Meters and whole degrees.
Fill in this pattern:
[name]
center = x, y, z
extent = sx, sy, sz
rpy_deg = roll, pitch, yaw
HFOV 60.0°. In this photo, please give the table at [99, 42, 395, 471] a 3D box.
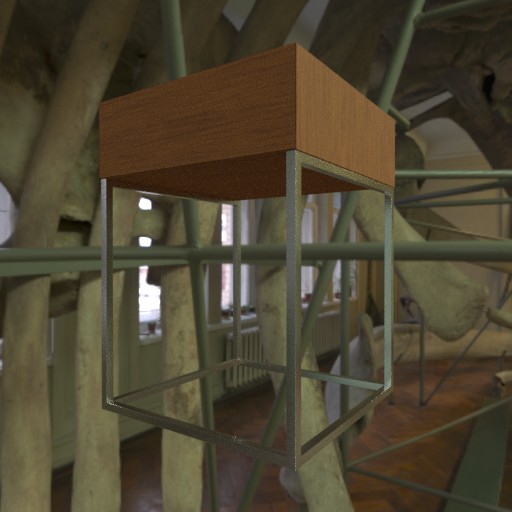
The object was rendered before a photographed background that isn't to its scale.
[table]
center = 0.000, 0.000, 0.833
extent = 0.397, 0.540, 0.398
rpy_deg = 0, 0, 35
